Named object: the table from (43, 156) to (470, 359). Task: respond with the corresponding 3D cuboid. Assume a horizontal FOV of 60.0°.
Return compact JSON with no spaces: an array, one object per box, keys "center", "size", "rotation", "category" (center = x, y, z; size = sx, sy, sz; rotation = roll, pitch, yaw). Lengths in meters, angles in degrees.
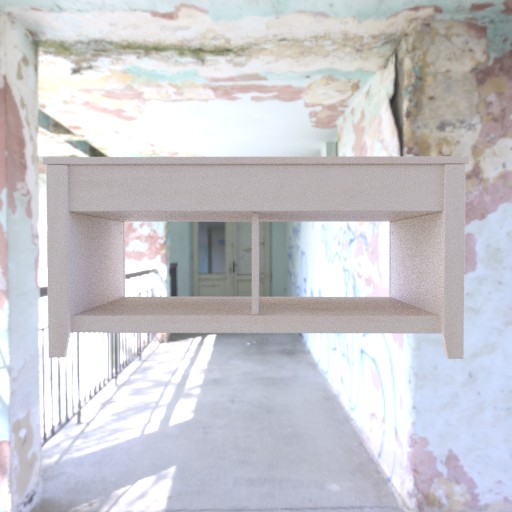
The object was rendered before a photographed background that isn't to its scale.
[{"center":[0.000,0.000,1.287],"size":[1.016,0.483,0.457],"rotation":[0,1,1],"category":"table"}]
